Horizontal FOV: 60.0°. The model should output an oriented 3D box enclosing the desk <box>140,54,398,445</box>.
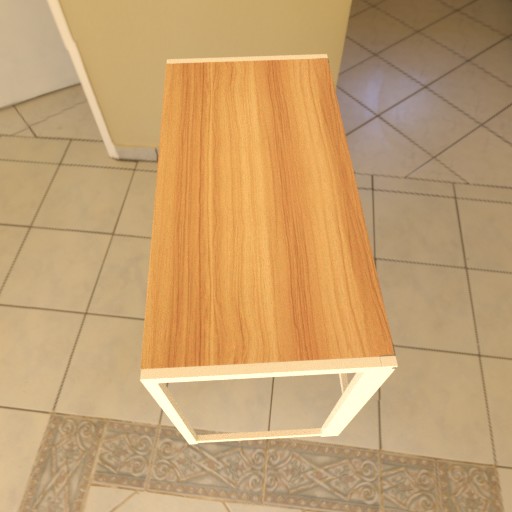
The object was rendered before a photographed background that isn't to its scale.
[{"bbox_3d":[0.000,0.000,1.457,0.508,0.762,1.016,-3,58,-2],"label":"desk"}]
